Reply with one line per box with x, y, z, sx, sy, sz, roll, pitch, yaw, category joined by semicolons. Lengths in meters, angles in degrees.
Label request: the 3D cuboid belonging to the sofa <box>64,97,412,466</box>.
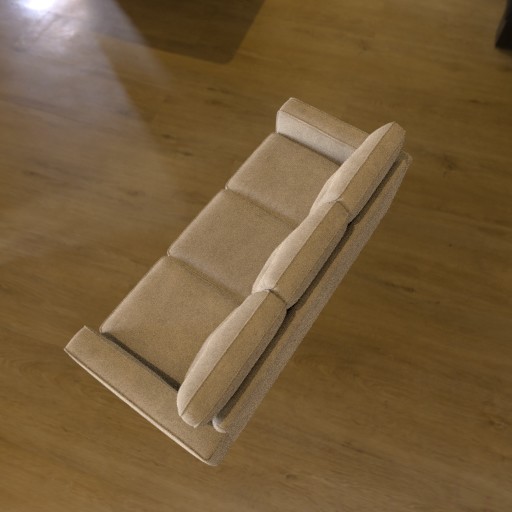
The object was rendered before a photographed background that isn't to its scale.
0.000;0.000;2.638;0.939;0.965;2.133;32;67;15;sofa
